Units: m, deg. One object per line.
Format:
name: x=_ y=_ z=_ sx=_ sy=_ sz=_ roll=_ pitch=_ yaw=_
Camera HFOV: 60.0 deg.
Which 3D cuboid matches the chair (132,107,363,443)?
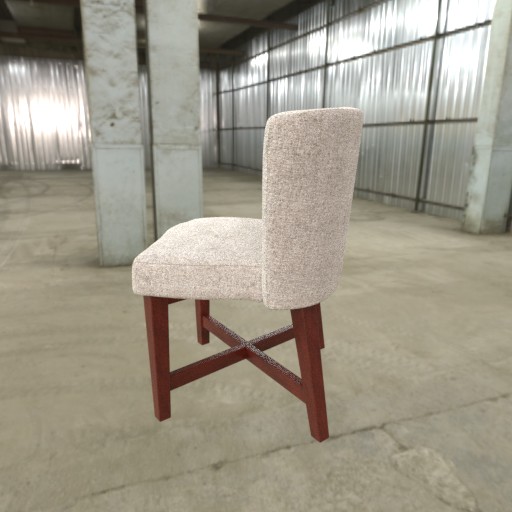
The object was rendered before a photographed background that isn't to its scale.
chair: x=0.000 y=0.000 z=1.321 sx=0.575 sy=0.827 sz=0.728 roll=2 pitch=15 yaw=7
